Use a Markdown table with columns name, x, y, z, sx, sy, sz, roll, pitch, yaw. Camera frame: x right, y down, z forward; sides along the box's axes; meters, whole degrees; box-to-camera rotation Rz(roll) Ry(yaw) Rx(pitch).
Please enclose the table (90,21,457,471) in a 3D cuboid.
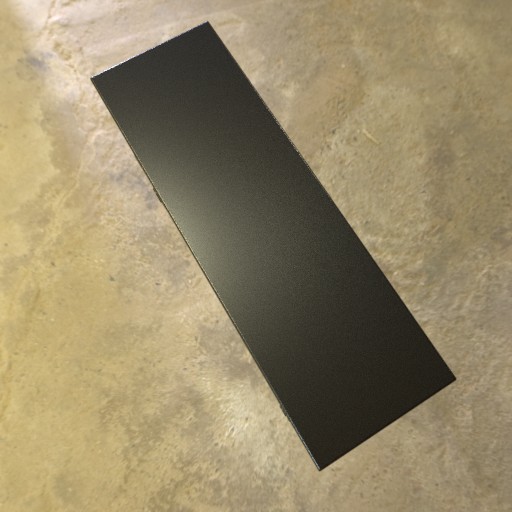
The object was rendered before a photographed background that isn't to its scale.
| name | x | y | z | sx | sy | sz | roll | pitch | yaw |
| --- | --- | --- | --- | --- | --- | --- | --- | --- | --- |
| table | 0.000 | 0.000 | 1.534 | 0.386 | 0.819 | 1.191 | -30 | 77 | -8 |
